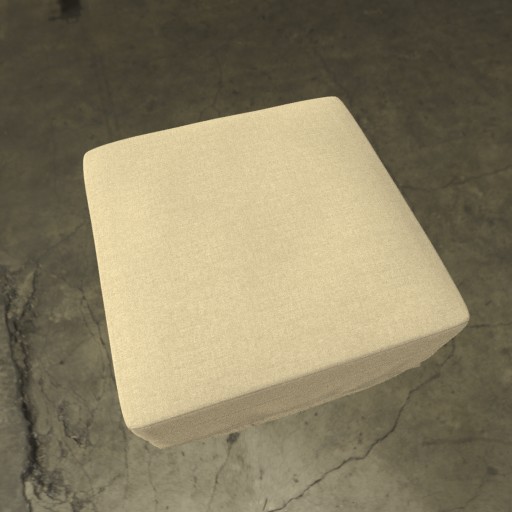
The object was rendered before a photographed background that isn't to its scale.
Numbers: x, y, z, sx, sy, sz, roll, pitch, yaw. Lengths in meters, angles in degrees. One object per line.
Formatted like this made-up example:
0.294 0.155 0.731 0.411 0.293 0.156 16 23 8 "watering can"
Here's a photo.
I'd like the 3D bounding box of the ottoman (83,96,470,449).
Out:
0.000 0.000 1.308 0.840 0.436 0.843 -15 61 -9 "ottoman"
